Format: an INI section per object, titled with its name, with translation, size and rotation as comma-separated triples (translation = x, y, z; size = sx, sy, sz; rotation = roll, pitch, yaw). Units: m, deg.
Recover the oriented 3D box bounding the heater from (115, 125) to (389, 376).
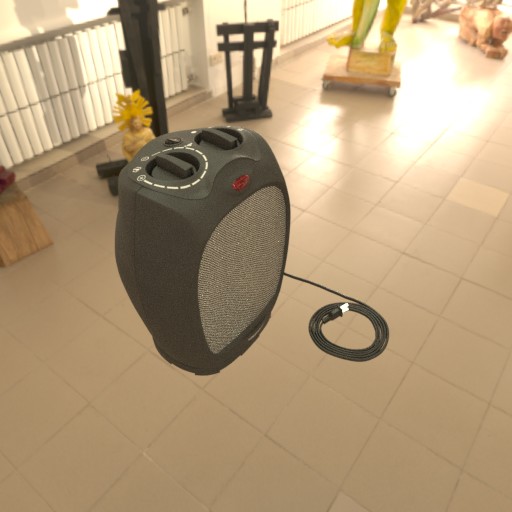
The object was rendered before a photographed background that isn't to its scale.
[heater]
translation = 0.000, 0.000, 0.481
size = 0.291, 0.255, 0.239
rotation = 27, 49, 26
